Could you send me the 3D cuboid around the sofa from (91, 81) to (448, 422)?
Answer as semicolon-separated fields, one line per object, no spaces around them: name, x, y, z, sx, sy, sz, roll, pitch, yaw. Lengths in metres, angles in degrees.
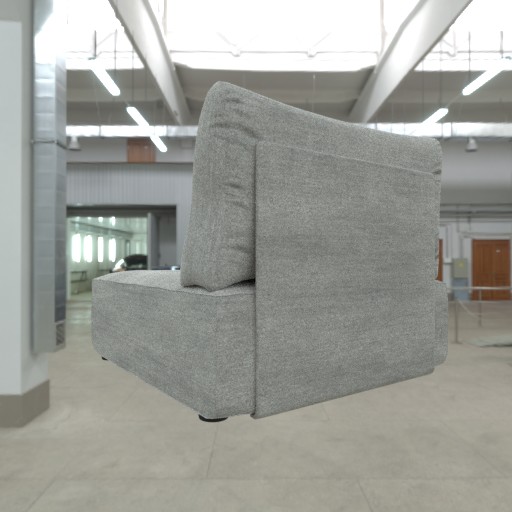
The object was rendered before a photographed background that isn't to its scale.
sofa;0.000;0.000;1.661;0.930;0.820;1.000;0;0;-36
